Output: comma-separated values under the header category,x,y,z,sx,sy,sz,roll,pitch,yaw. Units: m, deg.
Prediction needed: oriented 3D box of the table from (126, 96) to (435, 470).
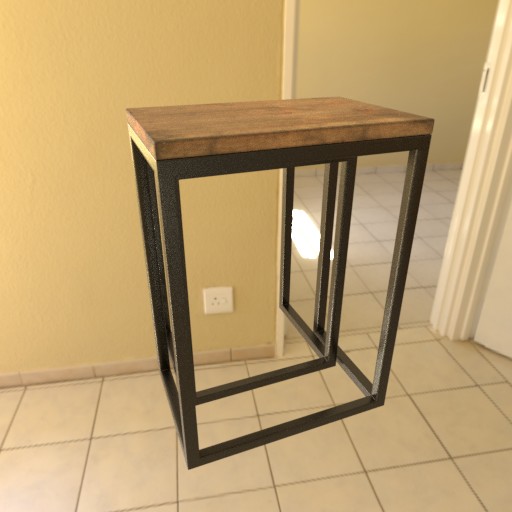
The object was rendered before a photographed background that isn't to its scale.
category,x,y,z,sx,sy,sz,roll,pitch,yaw
table,0.000,0.000,0.954,0.456,0.615,0.460,-9,28,-17
